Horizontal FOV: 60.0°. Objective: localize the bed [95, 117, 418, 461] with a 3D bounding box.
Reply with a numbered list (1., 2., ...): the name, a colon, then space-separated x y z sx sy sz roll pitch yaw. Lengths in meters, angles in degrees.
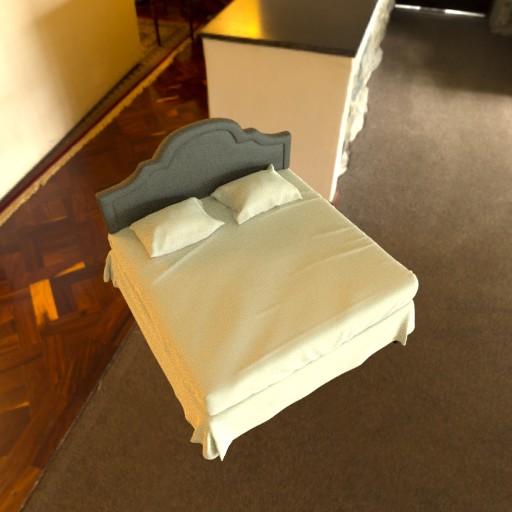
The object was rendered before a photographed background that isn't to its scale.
1. bed: 0.000 0.000 3.810 2.303 1.631 2.222 -24 51 -22
